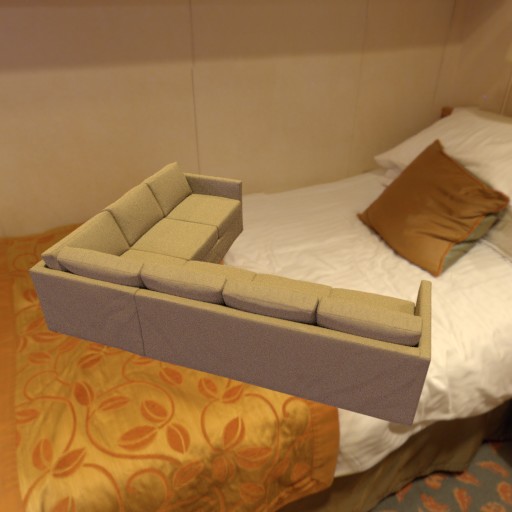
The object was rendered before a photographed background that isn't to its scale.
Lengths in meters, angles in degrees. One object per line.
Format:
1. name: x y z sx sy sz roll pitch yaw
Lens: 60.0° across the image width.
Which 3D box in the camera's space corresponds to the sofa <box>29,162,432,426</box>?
1. sofa: 0.000 0.000 4.329 3.182 0.871 2.432 10 33 16
